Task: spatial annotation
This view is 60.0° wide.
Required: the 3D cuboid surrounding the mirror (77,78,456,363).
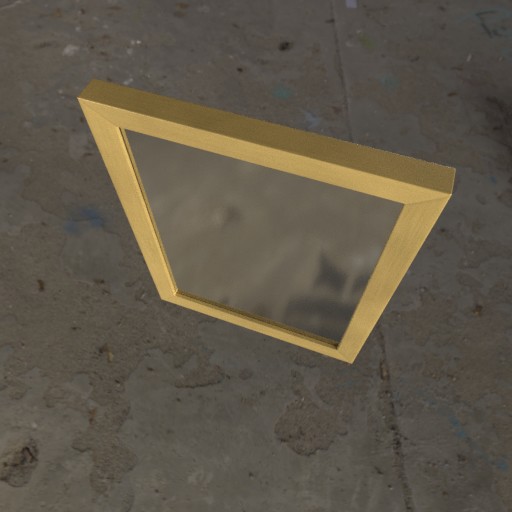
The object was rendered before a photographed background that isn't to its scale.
[{"bbox_3d":[0.000,0.000,0.679,0.405,0.508,0.041,17,60,10],"label":"mirror"}]
